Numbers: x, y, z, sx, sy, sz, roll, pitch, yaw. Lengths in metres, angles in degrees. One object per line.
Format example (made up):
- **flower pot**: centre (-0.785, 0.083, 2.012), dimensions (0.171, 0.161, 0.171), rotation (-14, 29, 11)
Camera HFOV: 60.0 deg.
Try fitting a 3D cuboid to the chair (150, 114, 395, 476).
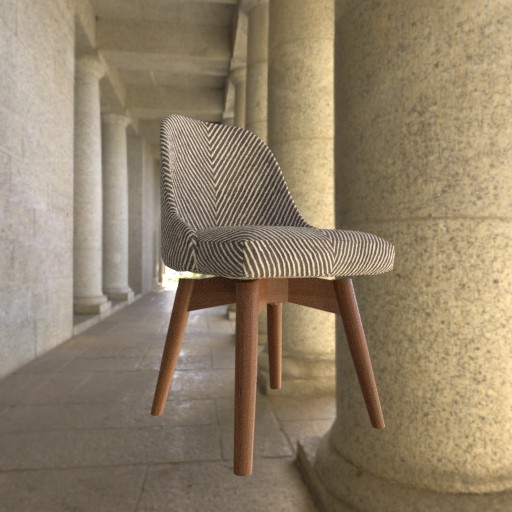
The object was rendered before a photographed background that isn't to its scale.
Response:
- **chair**: centre (0.000, 0.000, 1.220), dimensions (0.504, 0.883, 0.591), rotation (0, -1, -36)
